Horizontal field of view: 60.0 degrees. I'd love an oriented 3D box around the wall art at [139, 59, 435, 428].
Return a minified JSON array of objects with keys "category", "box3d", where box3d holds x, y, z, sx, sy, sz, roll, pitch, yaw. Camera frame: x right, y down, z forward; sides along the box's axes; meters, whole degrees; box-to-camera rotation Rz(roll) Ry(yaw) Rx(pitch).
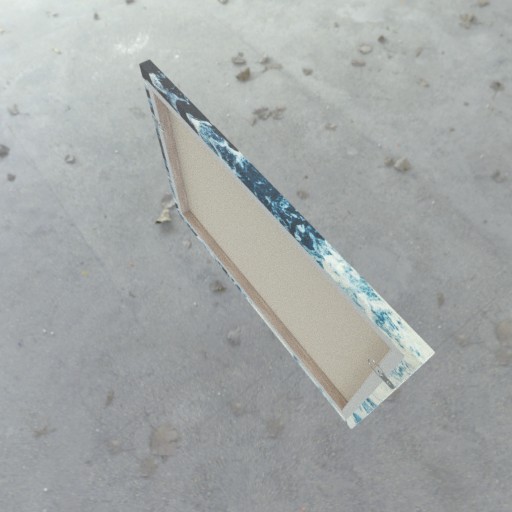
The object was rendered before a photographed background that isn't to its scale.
[{"category":"wall art","box3d":[0.000,0.000,1.912,0.055,1.017,1.524,-33,65,-18]}]
